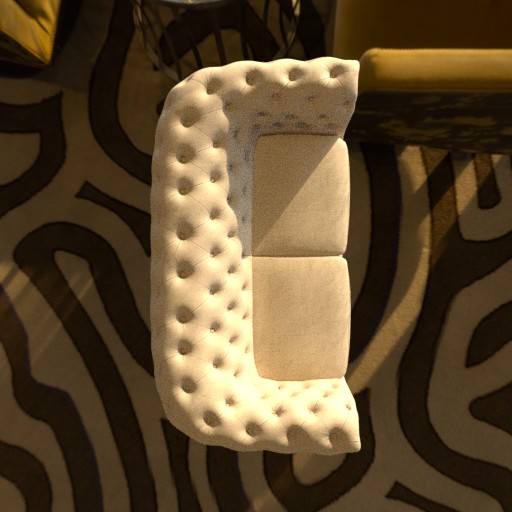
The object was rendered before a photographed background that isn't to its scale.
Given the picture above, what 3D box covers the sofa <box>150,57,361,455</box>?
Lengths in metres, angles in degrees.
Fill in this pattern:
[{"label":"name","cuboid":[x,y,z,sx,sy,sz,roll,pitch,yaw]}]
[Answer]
[{"label":"sofa","cuboid":[0.000,0.000,2.521,1.069,0.835,1.988,0,89,1]}]
